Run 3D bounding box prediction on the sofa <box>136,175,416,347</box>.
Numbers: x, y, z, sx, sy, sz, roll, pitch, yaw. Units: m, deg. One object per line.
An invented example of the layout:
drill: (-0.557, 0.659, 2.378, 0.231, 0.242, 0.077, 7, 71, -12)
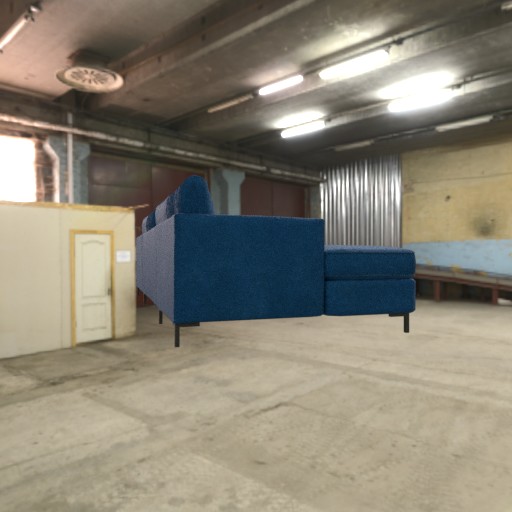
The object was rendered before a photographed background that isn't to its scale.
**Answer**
sofa: (0.000, 0.000, 4.300, 2.055, 0.992, 3.434, 0, 0, -18)
